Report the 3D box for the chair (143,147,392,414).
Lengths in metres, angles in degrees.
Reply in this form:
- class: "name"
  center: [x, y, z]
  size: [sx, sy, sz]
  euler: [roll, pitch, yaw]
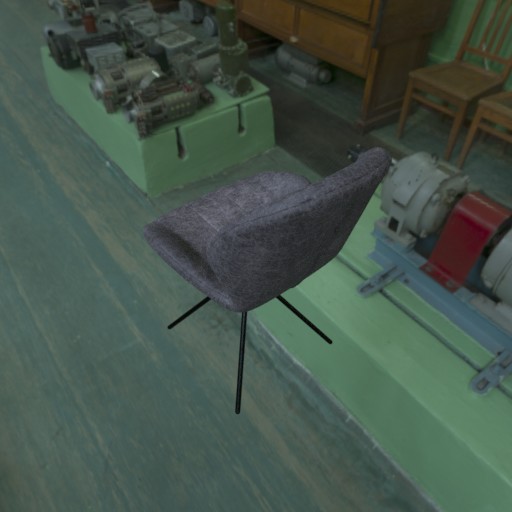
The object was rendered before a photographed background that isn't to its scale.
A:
- class: "chair"
  center: [0.000, 0.000, 1.326]
  size: [0.527, 0.934, 0.640]
  euler: [-30, 53, -26]
